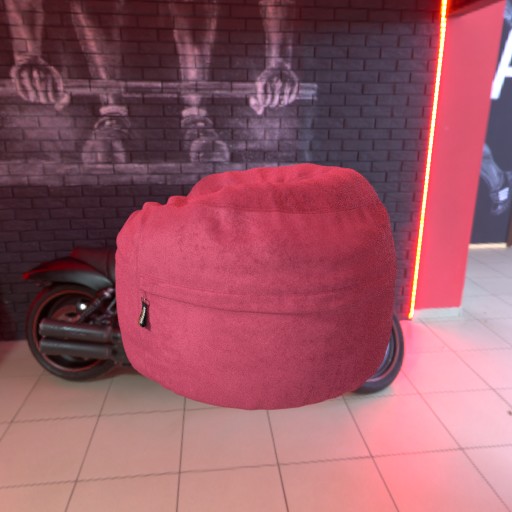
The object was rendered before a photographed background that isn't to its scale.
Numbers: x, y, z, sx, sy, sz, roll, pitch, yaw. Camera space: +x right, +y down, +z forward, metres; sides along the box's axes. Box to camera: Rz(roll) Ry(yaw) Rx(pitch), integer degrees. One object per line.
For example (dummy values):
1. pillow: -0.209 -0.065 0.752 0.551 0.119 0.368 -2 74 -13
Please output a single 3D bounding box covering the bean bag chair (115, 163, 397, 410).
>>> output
1. bean bag chair: 0.000 0.000 1.990 1.218 0.788 1.218 0 17 0
